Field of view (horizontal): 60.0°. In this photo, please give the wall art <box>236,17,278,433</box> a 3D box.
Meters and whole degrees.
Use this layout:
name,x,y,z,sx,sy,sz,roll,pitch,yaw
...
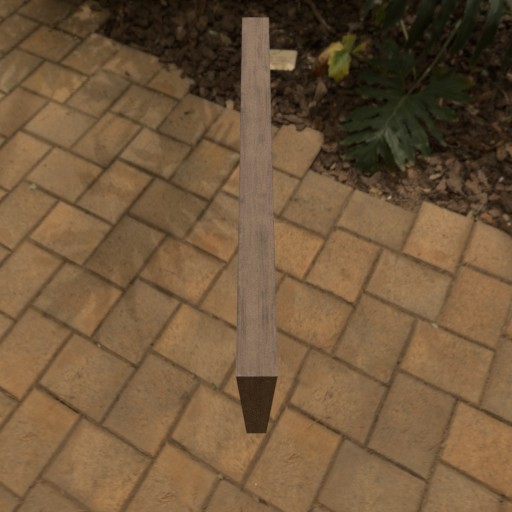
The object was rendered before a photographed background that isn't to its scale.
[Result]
name,x,y,z,sx,sy,sz,roll,pitch,yaw
wall art,0.000,0.000,0.745,0.038,0.508,0.508,0,63,0
